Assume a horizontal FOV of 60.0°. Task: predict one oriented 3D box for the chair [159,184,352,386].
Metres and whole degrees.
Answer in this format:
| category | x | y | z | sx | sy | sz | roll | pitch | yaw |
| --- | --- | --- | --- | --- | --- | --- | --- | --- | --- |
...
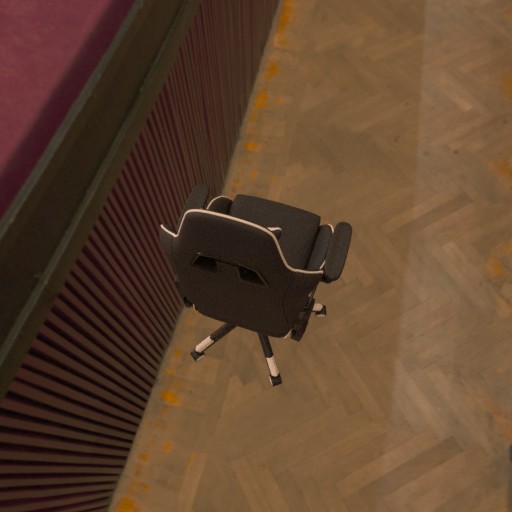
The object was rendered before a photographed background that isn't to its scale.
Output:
| category | x | y | z | sx | sy | sz | roll | pitch | yaw |
| --- | --- | --- | --- | --- | --- | --- | --- | --- | --- |
| chair | 0.000 | 0.000 | 1.707 | 0.700 | 1.240 | 0.700 | 16 | 65 | 8 |
